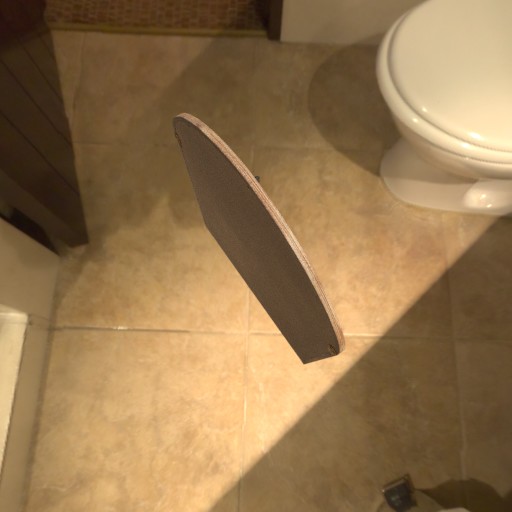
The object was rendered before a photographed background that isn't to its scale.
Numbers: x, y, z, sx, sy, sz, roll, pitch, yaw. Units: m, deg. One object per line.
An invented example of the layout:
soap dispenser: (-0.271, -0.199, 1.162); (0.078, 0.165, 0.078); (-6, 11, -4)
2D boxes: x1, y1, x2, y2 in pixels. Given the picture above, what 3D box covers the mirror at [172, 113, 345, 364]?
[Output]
mirror: (0.000, 0.000, 1.136); (0.032, 0.915, 0.609); (-34, 77, -9)
